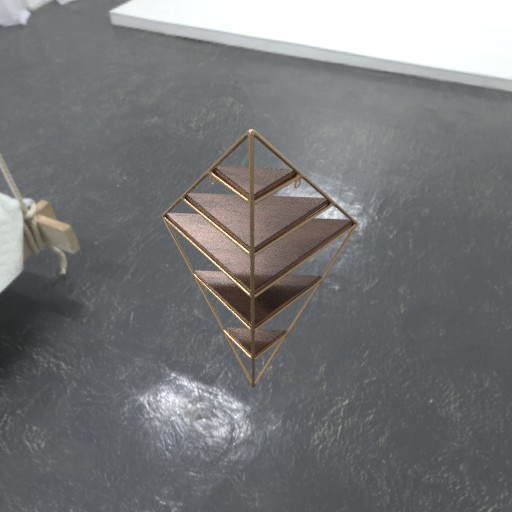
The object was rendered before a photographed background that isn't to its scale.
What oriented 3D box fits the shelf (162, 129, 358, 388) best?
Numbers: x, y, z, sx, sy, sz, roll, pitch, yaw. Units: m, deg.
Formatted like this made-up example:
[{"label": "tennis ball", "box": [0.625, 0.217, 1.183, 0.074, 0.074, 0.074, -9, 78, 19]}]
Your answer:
[{"label": "shelf", "box": [0.000, 0.000, 1.178, 0.564, 0.913, 0.294, 2, 46, 2]}]
